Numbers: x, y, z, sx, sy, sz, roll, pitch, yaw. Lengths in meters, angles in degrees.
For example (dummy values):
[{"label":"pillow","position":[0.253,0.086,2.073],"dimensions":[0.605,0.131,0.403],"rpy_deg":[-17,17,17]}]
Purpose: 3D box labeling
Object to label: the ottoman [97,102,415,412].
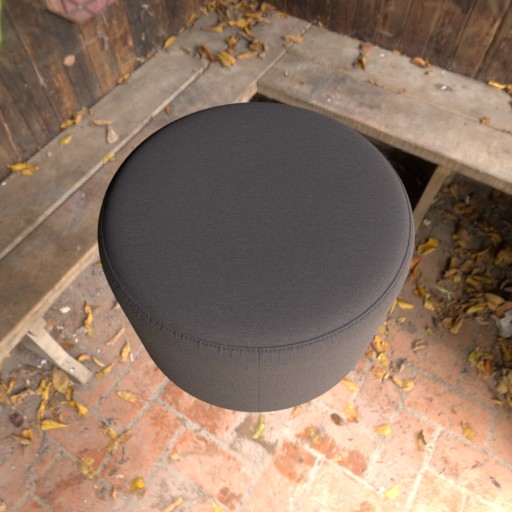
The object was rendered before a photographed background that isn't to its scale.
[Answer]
[{"label":"ottoman","position":[0.000,0.000,0.993],"dimensions":[0.608,0.433,0.608],"rpy_deg":[0,58,0]}]
